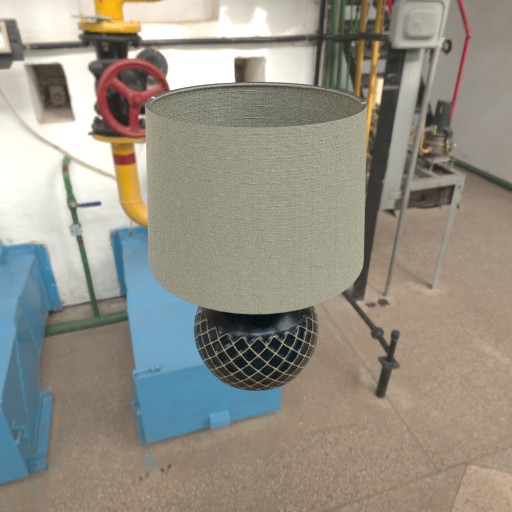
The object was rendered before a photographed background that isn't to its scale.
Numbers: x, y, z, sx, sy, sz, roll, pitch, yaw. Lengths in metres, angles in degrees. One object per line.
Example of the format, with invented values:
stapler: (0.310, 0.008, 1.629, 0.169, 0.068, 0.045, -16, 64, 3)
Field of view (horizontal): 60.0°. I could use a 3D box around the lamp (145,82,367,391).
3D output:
lamp: (0.000, 0.000, 0.798, 0.376, 0.540, 0.376, 0, 30, 0)
